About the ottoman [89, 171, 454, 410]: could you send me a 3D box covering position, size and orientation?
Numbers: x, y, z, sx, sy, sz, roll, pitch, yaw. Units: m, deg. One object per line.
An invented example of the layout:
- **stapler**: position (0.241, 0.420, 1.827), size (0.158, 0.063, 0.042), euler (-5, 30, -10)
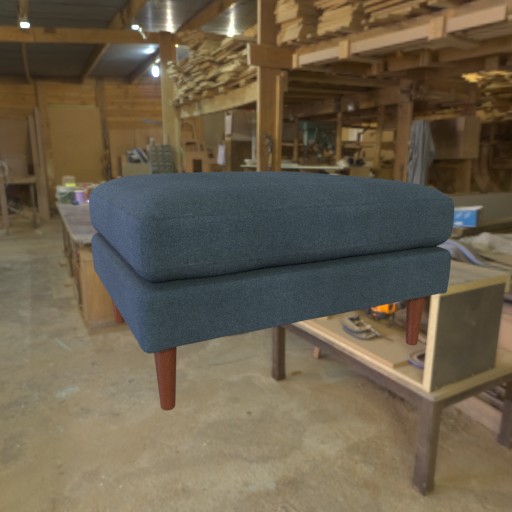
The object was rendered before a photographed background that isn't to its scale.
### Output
- **ottoman**: position (0.000, 0.000, 1.283), size (0.821, 0.474, 0.693), euler (-7, 15, -26)
